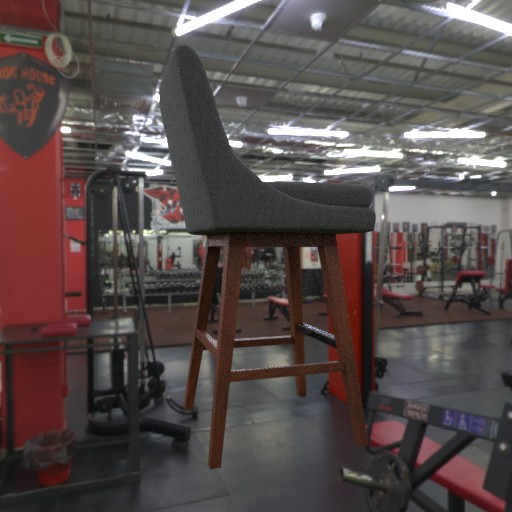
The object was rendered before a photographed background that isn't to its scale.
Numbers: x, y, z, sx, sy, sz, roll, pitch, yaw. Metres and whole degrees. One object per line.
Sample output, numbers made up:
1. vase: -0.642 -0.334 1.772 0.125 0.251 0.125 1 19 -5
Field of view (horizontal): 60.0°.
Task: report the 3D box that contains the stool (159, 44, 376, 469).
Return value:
1. stool: 0.000 0.000 1.262 0.524 0.977 0.447 0 1 -18
